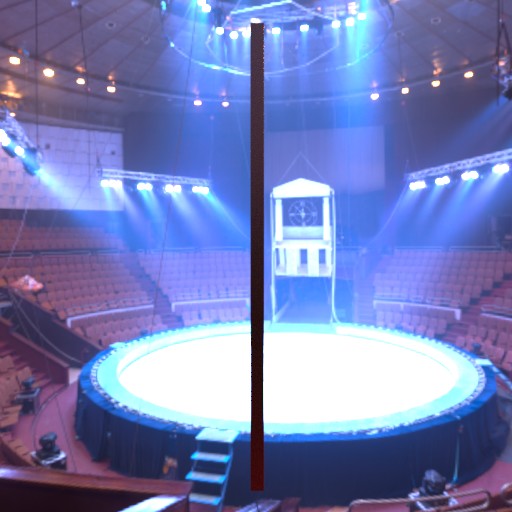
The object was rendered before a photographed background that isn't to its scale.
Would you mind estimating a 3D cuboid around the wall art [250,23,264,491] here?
[{"bbox_3d":[0.000,0.000,1.399,0.030,1.046,0.816,0,1,0],"label":"wall art"}]
